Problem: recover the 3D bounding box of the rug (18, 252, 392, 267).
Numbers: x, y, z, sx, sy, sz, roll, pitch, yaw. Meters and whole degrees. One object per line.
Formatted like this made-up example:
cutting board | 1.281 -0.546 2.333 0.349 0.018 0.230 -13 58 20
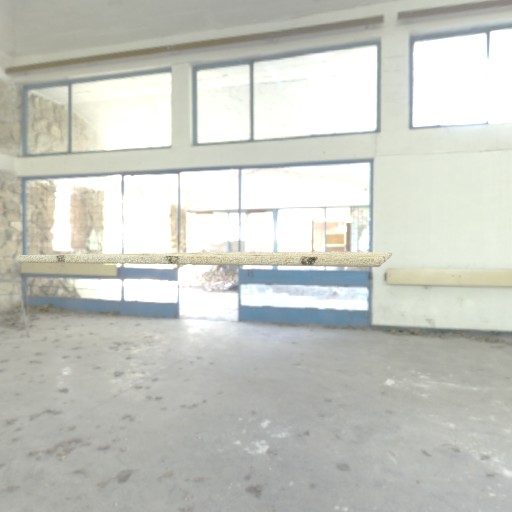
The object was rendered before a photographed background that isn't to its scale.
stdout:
rug | 0.000 0.000 2.080 1.200 0.025 1.600 0 1 18
